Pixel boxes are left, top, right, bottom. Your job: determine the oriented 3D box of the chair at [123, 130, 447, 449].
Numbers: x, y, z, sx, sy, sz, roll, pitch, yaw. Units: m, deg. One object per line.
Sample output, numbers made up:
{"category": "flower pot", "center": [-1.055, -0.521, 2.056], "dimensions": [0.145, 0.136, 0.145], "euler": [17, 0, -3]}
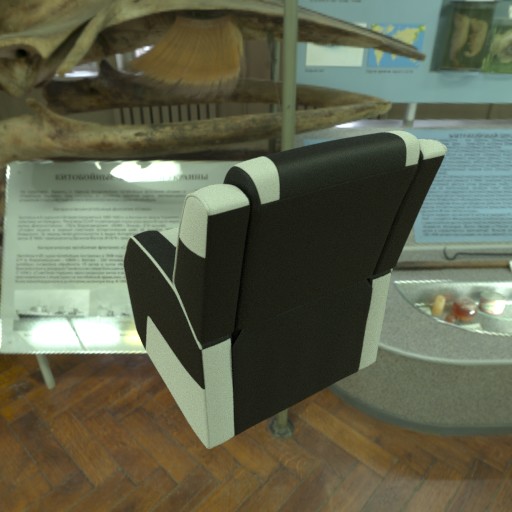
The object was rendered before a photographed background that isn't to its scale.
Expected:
{"category": "chair", "center": [0.000, 0.000, 1.282], "dimensions": [0.620, 0.805, 0.672], "euler": [-18, 35, -27]}
